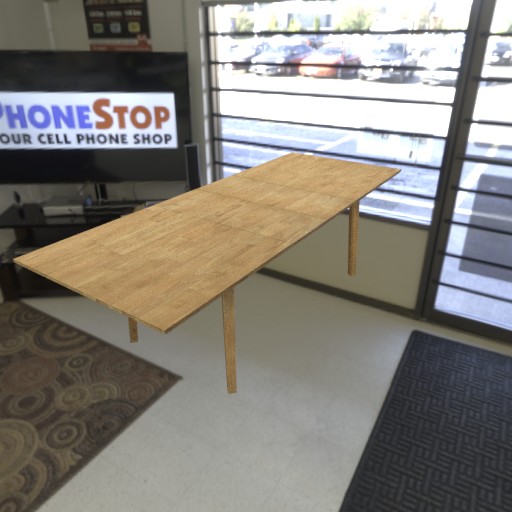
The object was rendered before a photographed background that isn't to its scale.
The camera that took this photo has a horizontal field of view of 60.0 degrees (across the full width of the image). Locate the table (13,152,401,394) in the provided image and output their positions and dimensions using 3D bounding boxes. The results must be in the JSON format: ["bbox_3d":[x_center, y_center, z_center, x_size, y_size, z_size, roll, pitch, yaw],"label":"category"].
[{"bbox_3d":[0.000,0.000,2.973,1.000,0.752,2.603,17,31,31],"label":"table"}]
